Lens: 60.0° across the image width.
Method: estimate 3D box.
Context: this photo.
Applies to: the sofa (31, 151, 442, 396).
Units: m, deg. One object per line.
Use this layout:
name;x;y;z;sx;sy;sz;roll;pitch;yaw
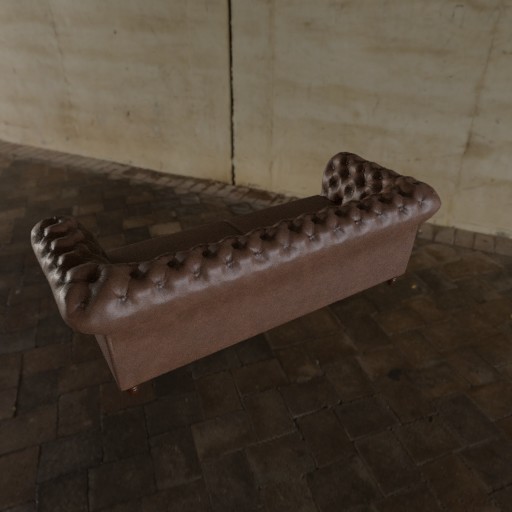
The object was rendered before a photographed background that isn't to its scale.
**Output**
sofa;0.000;0.000;2.794;2.385;0.783;0.944;-18;36;-27
